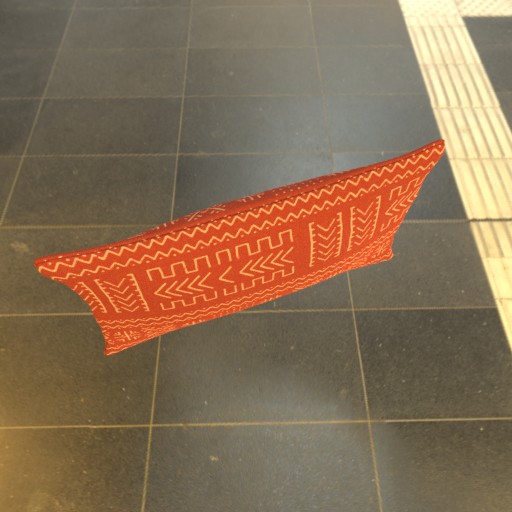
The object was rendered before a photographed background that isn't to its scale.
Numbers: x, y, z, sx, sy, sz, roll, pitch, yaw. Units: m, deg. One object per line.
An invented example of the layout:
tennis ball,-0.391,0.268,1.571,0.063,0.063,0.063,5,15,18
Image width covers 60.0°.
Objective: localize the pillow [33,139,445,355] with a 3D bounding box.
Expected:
pillow,0.000,0.000,0.785,0.640,0.352,0.130,-18,61,-10
